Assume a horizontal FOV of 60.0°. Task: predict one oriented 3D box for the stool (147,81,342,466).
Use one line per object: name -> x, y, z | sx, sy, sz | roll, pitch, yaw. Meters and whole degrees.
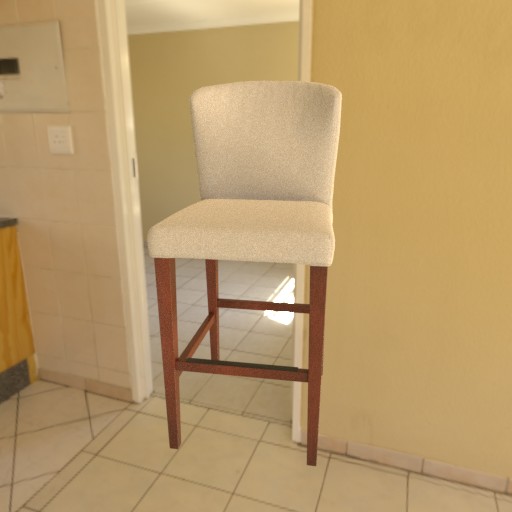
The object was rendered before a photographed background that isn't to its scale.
stool -> 0.000, 0.000, 1.379 | 0.479, 1.069, 0.568 | 3, 16, 9
